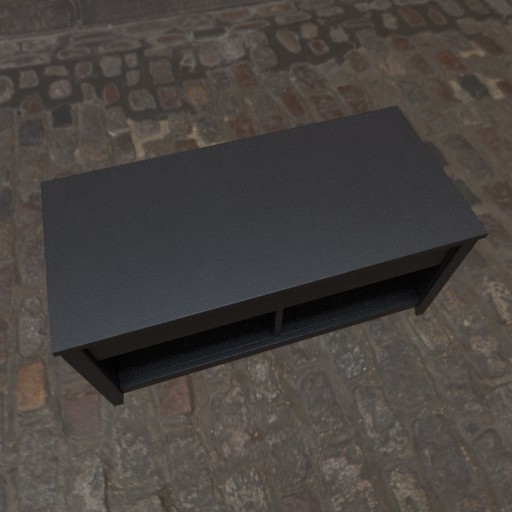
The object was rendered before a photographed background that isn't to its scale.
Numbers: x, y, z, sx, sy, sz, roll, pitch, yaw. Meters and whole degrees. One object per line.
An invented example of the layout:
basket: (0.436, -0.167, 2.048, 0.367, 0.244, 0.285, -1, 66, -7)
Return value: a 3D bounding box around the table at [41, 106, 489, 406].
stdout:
table: (0.000, 0.000, 1.293, 1.016, 0.457, 0.483, -15, 59, -9)
